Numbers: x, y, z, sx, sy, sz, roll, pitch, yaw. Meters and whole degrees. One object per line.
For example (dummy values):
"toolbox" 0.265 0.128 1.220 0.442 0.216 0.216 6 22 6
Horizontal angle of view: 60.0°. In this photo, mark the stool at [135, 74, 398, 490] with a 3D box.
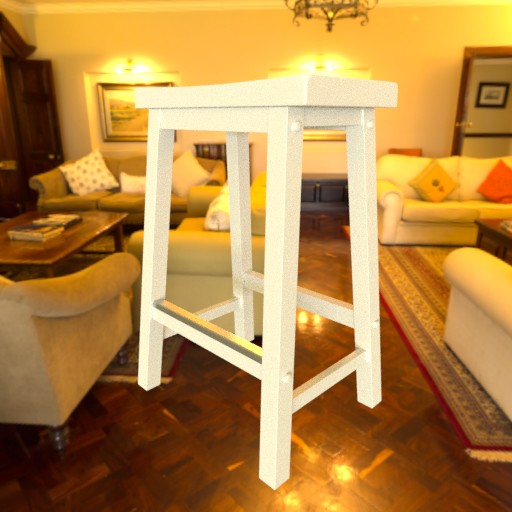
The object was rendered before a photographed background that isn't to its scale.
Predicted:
"stool" 0.000 0.000 0.846 0.322 0.610 0.406 -17 24 -42
